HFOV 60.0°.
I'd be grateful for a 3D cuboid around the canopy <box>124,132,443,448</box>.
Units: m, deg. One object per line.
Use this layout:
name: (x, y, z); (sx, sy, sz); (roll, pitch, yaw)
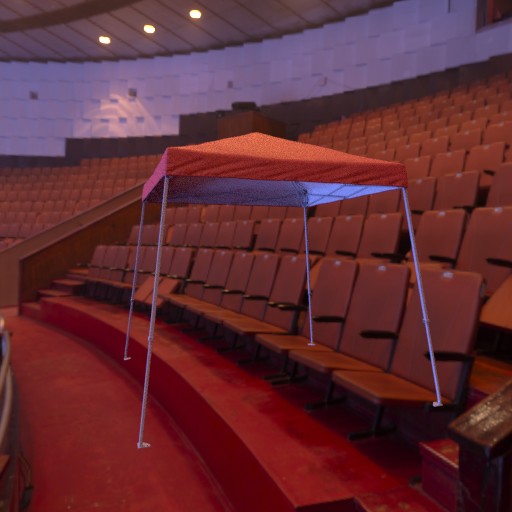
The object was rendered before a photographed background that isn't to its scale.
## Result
canopy: (0.000, 0.000, 6.498); (3.600, 3.600, 3.599); (0, 1, -19)
